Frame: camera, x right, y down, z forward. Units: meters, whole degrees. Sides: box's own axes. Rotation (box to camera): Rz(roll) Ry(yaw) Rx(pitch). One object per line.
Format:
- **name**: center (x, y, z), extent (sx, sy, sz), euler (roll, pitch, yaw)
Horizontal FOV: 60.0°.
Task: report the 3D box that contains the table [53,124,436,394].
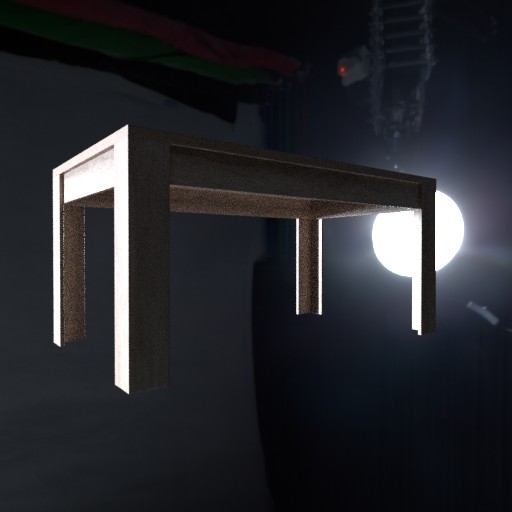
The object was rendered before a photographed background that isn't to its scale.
- **table**: center (0.000, 0.000, 2.114), extent (1.600, 0.775, 0.900), euler (-1, 1, -37)
